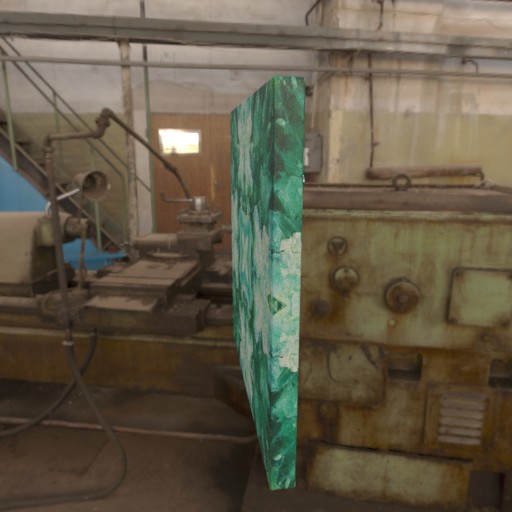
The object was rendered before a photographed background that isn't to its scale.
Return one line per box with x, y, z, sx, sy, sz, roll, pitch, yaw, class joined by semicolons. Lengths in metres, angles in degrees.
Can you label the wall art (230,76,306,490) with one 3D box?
0.000;0.000;0.762;0.038;0.508;0.507;-2;14;-8;wall art
